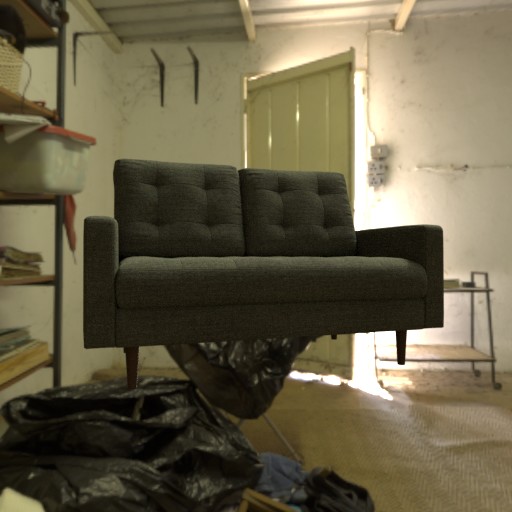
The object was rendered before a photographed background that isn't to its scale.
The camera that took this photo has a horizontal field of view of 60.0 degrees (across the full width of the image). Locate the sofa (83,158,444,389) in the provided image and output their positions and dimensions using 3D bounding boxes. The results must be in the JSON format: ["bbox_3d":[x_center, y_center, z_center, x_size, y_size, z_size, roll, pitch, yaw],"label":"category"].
[{"bbox_3d":[0.000,0.000,1.986,1.407,0.907,0.842,0,0,-18],"label":"sofa"}]
